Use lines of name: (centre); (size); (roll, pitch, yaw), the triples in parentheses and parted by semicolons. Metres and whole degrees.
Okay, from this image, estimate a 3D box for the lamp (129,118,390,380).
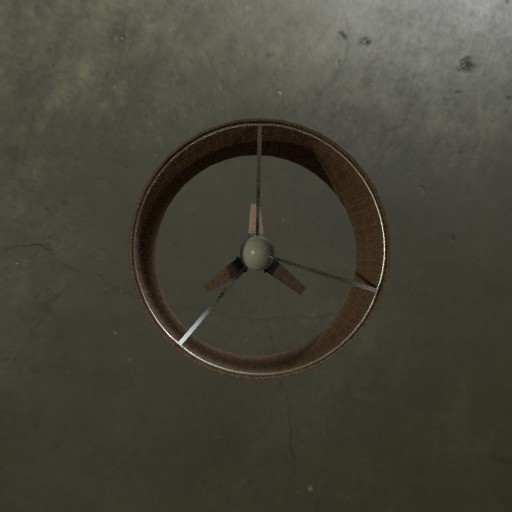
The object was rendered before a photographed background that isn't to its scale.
lamp: (0.000, 0.000, 0.676); (0.290, 0.514, 0.290); (0, 88, -1)
